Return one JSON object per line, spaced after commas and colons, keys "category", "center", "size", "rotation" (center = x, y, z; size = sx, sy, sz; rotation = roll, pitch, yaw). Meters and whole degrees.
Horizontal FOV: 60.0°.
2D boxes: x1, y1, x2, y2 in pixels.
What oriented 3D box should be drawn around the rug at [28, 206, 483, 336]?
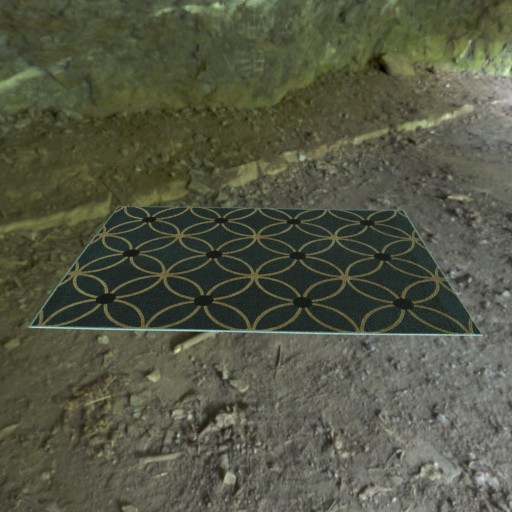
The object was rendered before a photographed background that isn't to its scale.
{"category": "rug", "center": [0.000, 0.000, 2.866], "size": [2.284, 0.008, 1.522], "rotation": [1, 30, 1]}
